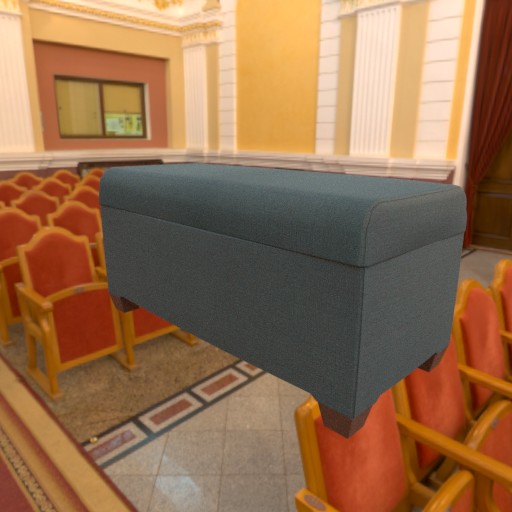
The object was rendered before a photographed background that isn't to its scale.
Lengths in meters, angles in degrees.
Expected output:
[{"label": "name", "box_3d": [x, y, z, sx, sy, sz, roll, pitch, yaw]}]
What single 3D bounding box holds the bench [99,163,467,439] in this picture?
[{"label": "bench", "box_3d": [0.000, 0.000, 1.258, 0.476, 0.474, 0.995, -15, 22, -43]}]
